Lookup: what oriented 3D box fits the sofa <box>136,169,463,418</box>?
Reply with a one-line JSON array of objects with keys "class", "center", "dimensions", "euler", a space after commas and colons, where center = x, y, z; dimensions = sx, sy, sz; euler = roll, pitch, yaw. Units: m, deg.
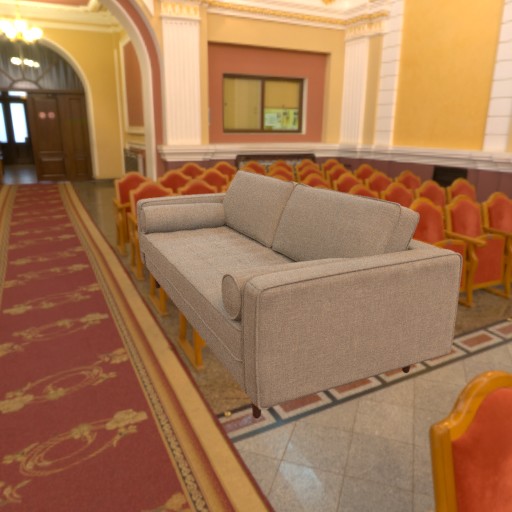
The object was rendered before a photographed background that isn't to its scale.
[{"class": "sofa", "center": [0.000, 0.000, 2.366], "dimensions": [0.914, 0.762, 1.879], "euler": [-8, 18, -24]}]
